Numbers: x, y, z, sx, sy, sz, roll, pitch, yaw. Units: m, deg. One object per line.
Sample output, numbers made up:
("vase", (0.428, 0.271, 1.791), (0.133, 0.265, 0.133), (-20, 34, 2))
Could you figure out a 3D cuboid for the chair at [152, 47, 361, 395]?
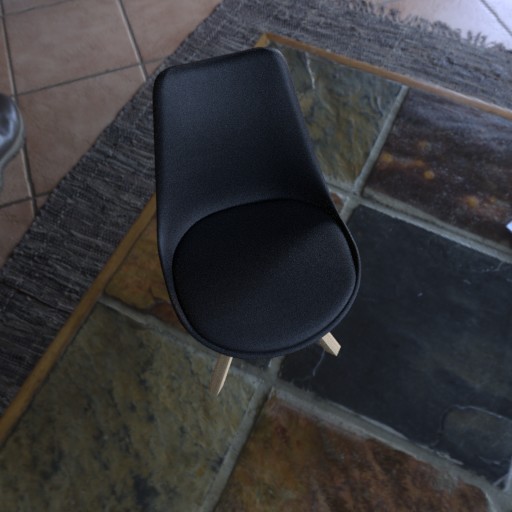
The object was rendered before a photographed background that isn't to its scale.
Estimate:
("chair", (0.000, 0.000, 1.178), (0.485, 0.850, 0.549), (-16, 65, -8))
